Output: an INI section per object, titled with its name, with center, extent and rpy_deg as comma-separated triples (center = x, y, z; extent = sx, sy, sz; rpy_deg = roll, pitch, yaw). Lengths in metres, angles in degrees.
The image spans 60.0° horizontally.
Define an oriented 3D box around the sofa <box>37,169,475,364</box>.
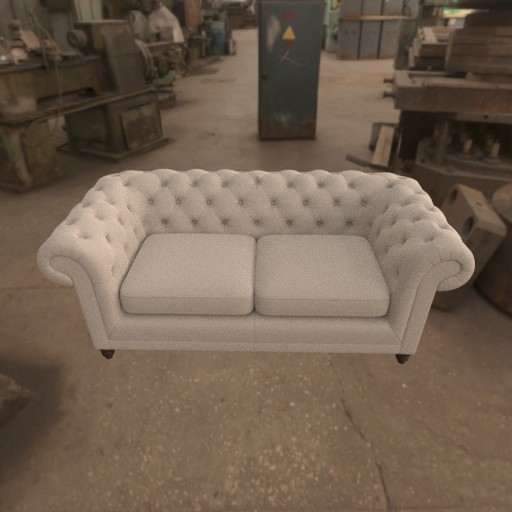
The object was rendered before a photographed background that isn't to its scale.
[sofa]
center = 0.000, 0.000, 2.529
extent = 1.998, 0.764, 0.986
rpy_deg = 1, 30, 1
